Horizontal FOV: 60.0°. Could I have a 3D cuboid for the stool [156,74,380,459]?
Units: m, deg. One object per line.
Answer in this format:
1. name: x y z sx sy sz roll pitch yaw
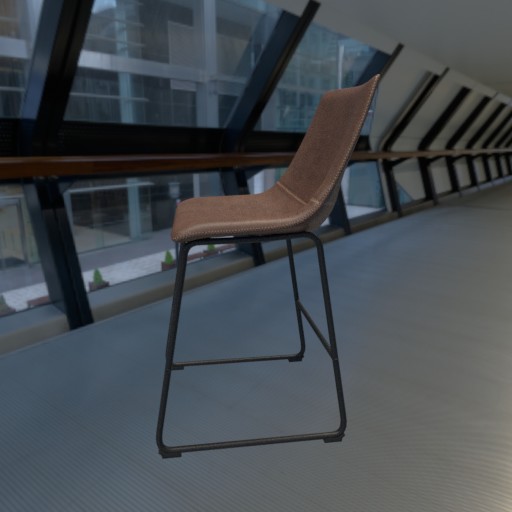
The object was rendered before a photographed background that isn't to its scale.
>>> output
1. stool: 0.000 0.000 1.211 0.550 0.890 0.460 -2 15 -8
